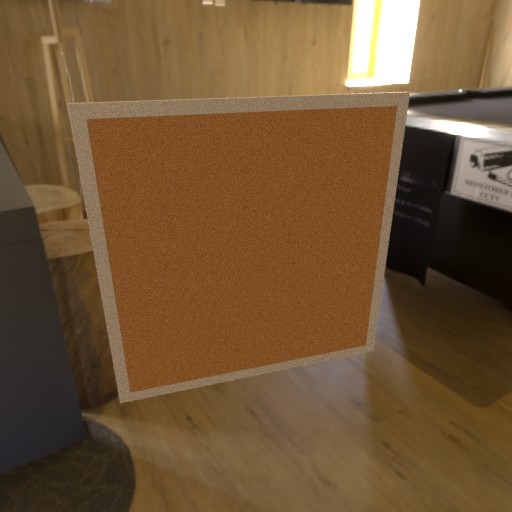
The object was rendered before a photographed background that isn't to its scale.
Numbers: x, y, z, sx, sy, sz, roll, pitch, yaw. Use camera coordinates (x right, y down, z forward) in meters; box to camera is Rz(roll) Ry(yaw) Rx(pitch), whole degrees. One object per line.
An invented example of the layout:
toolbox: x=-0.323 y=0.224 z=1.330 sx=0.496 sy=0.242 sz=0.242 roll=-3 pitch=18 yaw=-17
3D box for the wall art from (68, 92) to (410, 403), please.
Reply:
wall art: x=0.000 y=0.000 z=0.823 sx=0.558 sy=0.559 sz=0.009 roll=-8 pitch=27 yaw=-15
